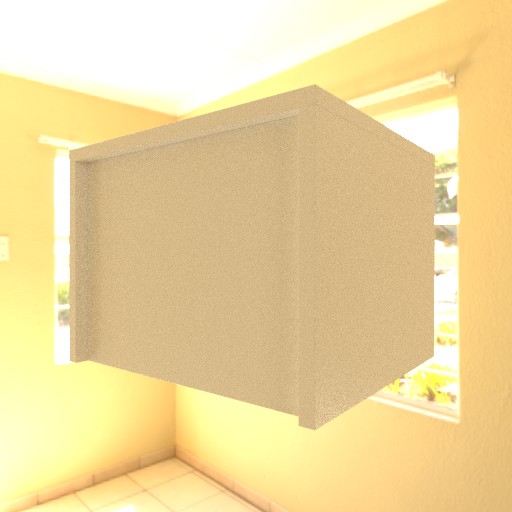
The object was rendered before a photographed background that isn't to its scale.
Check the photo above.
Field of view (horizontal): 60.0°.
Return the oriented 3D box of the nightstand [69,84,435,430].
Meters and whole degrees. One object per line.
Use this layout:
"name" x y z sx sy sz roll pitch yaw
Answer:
"nightstand" 0.000 0.000 0.753 0.470 0.351 0.408 0 0 38
